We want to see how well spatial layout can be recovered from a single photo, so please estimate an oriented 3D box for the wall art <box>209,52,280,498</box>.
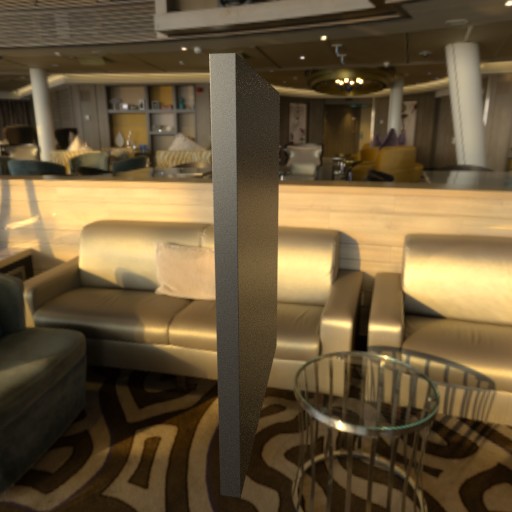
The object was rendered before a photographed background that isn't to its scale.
[{"bbox_3d":[0.000,0.000,0.748,0.028,0.557,0.457,2,15,8],"label":"wall art"}]
